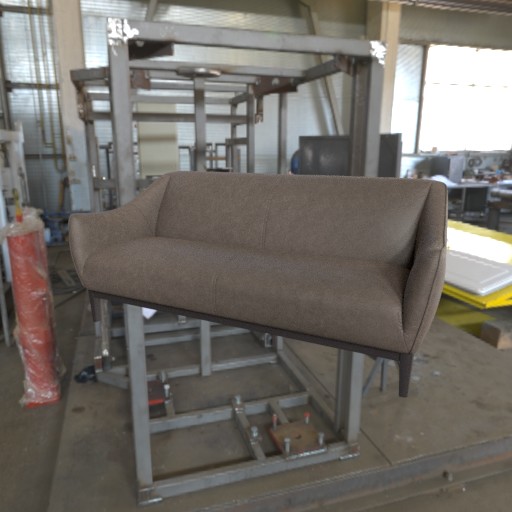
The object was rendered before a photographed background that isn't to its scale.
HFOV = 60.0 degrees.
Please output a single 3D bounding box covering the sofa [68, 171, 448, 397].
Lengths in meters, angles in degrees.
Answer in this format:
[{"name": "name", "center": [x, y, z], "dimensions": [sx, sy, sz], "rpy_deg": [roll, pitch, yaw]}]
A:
[{"name": "sofa", "center": [0.000, 0.000, 2.401], "dimensions": [1.928, 0.831, 0.869], "rpy_deg": [7, 16, 26]}]
